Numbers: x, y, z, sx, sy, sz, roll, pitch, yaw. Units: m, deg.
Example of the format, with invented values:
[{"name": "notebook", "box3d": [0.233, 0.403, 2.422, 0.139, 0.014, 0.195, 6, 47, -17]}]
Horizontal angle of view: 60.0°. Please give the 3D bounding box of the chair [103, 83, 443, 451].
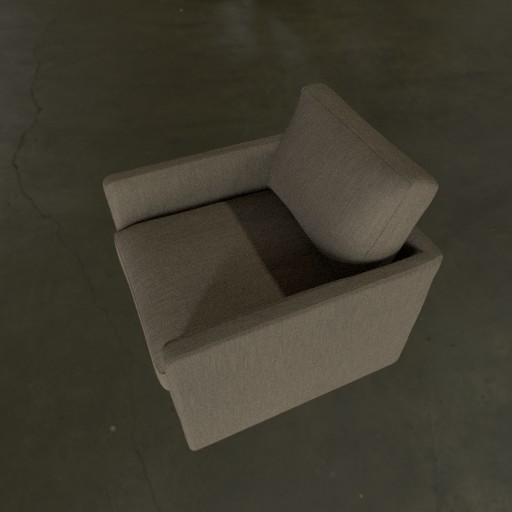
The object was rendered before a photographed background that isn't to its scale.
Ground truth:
[{"name": "chair", "box3d": [0.000, 0.000, 1.469, 0.834, 0.811, 0.763, -18, 50, -16]}]
